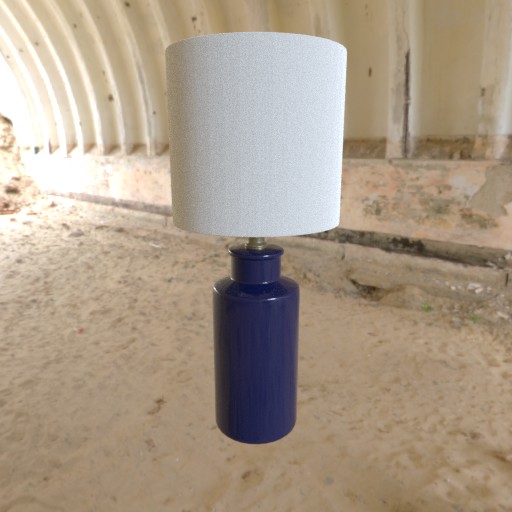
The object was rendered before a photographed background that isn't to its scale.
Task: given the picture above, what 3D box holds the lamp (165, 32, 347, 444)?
[{"bbox_3d":[0.000,0.000,0.585,0.212,0.493,0.212,2,14,9],"label":"lamp"}]
